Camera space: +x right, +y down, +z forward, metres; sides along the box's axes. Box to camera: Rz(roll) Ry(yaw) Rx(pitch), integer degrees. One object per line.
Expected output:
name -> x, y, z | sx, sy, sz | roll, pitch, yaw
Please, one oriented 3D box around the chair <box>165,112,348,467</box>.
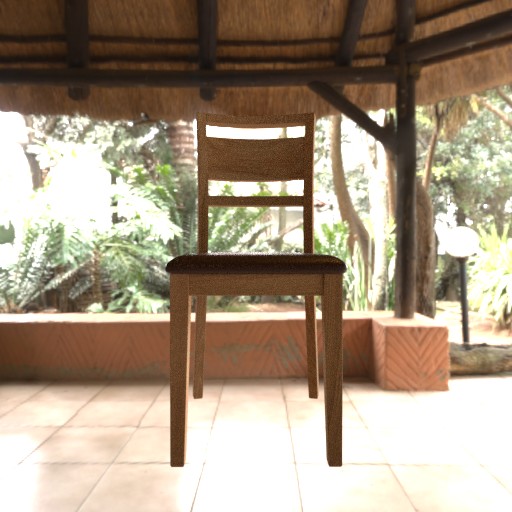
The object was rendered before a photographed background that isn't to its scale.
chair -> 0.000, 0.000, 1.241 | 0.420, 0.940, 0.545 | 0, 1, 0
